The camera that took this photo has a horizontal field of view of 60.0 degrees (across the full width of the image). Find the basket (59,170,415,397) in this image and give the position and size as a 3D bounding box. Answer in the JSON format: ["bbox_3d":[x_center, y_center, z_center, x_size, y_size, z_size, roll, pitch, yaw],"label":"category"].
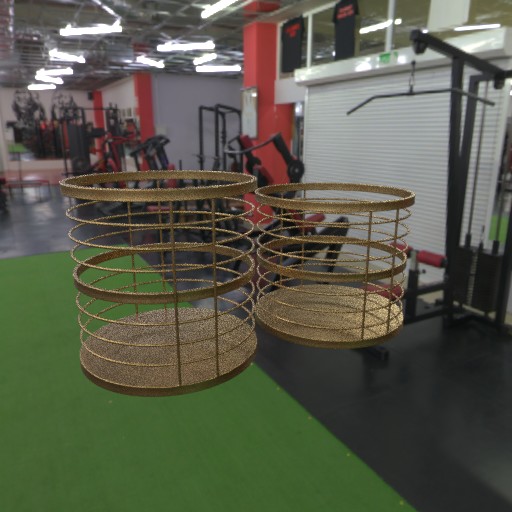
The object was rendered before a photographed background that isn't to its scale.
[{"bbox_3d":[0.000,0.000,0.959,0.746,0.351,0.356,-8,17,-25],"label":"basket"}]
